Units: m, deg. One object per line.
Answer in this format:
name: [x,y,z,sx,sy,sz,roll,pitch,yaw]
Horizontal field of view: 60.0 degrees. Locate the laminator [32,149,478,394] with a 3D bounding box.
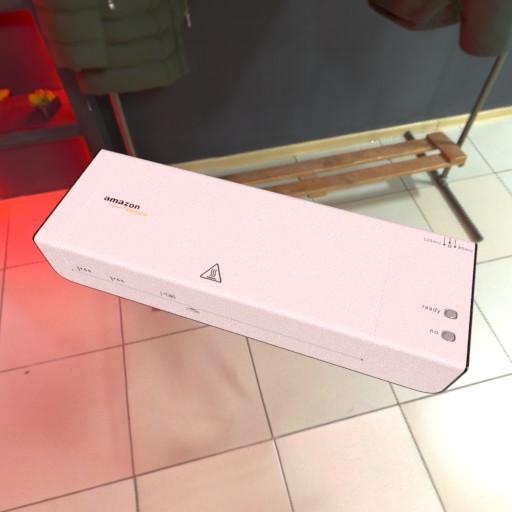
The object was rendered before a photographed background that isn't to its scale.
laminator: [0.000,0.000,0.382,0.340,0.062,0.123,16,57,10]
